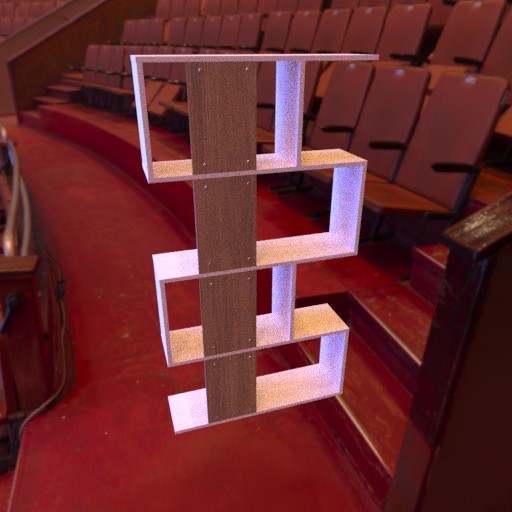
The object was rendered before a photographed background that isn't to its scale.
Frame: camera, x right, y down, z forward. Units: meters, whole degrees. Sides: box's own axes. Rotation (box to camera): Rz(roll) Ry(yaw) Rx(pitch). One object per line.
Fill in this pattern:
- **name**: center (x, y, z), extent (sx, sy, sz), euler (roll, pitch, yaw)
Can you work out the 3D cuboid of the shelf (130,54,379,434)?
- **shelf**: center (0.000, 0.000, 1.998), extent (0.890, 1.650, 0.250), euler (-8, 26, -16)
